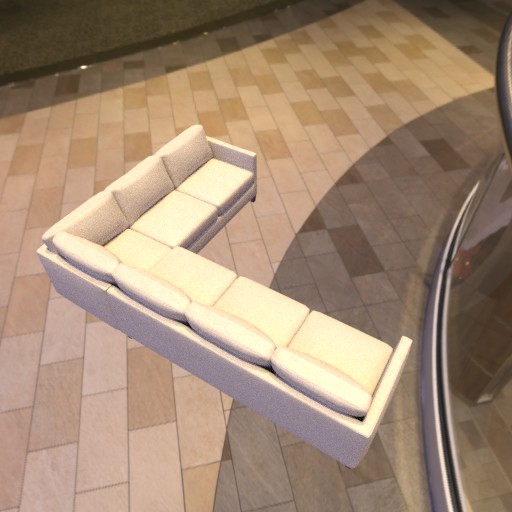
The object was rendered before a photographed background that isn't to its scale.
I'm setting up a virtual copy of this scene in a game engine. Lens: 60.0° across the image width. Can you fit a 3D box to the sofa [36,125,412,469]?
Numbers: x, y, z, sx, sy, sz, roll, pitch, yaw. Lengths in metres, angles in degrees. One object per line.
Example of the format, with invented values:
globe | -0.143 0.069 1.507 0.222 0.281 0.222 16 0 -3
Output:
sofa | 0.000 0.000 4.409 3.333 0.934 2.522 24 51 21
